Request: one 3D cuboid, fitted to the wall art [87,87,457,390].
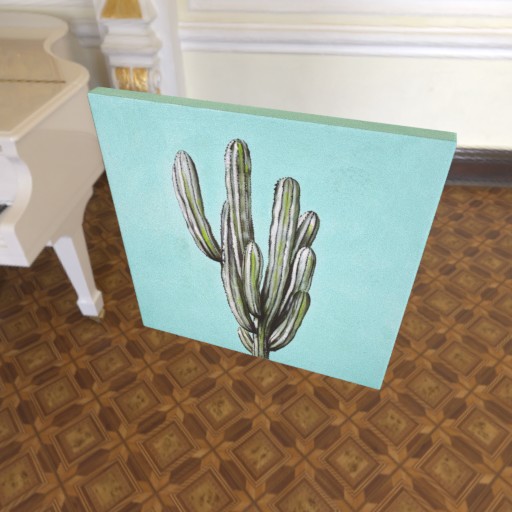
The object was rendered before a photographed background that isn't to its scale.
[{"bbox_3d":[0.000,0.000,1.591,1.071,1.073,0.070,12,41,14],"label":"wall art"}]
